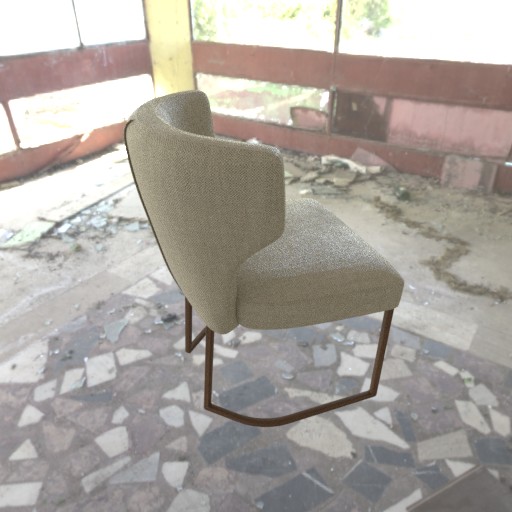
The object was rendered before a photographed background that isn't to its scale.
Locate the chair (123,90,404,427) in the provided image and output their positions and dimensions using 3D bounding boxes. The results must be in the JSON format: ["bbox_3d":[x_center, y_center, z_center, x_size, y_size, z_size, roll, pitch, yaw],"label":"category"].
[{"bbox_3d":[0.000,0.000,1.249,0.617,0.824,0.611,-11,33,-17],"label":"chair"}]
